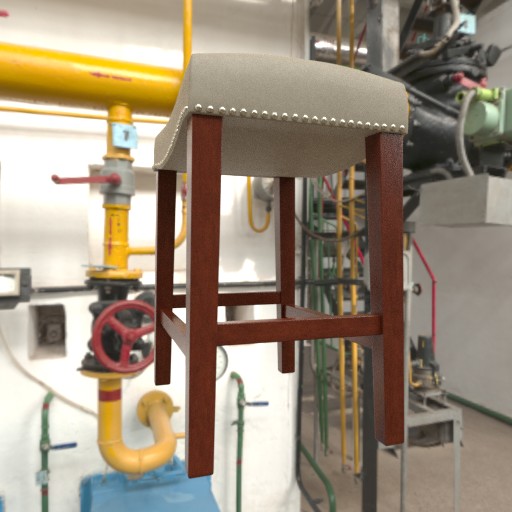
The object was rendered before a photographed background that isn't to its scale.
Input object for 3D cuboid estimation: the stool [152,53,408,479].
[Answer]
[{"bbox_3d":[0.000,0.000,0.916,0.375,0.632,0.509,0,1,-19],"label":"stool"}]
